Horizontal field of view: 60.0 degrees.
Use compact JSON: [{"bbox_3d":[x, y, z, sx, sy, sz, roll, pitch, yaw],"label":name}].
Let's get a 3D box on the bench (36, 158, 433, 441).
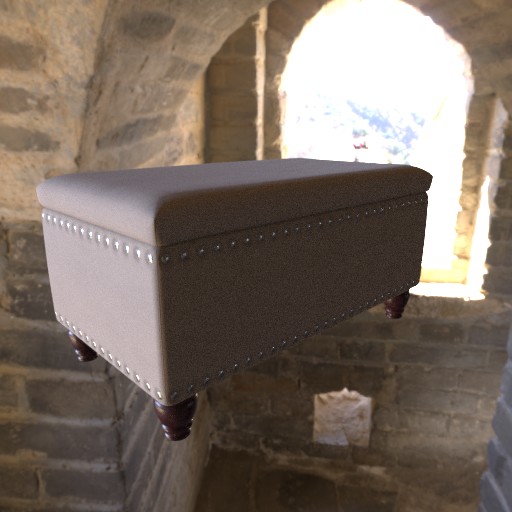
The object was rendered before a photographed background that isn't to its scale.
[{"bbox_3d":[0.000,0.000,1.155,0.887,0.449,0.500,-15,22,-41],"label":"bench"}]
